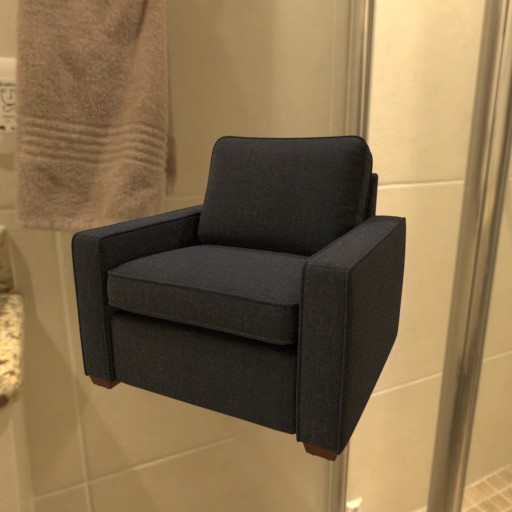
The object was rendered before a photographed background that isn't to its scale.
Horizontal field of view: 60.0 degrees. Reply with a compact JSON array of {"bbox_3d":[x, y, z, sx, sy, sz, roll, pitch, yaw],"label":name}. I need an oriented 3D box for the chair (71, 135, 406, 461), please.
[{"bbox_3d":[0.000,0.000,1.734,1.017,0.919,0.940,7,16,26],"label":"chair"}]
